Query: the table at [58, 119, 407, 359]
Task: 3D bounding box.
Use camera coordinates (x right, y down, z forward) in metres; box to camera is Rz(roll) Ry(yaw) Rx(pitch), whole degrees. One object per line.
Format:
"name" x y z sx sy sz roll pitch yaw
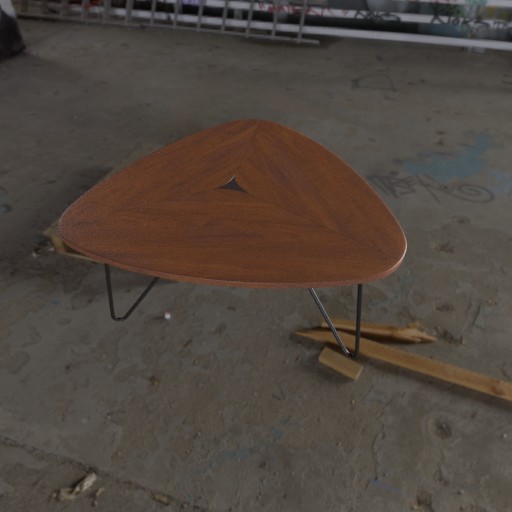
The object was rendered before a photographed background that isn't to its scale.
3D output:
"table" 0.000 0.000 1.319 0.821 0.413 0.833 27 48 27
